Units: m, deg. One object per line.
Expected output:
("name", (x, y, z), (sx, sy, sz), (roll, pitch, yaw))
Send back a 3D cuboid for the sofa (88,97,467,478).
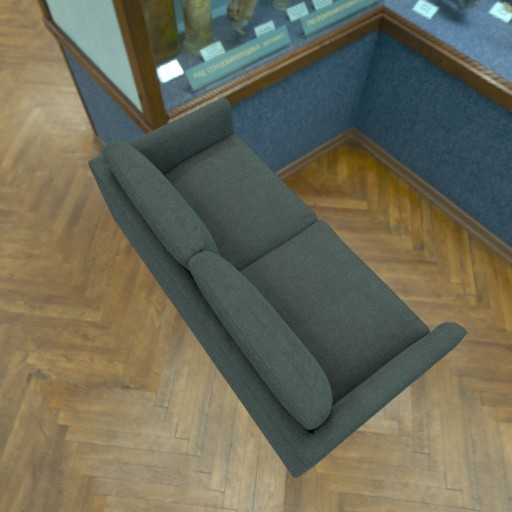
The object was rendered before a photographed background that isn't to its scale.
("sofa", (0.000, 0.000, 2.756), (1.092, 0.838, 2.257), (-32, 64, -18))
